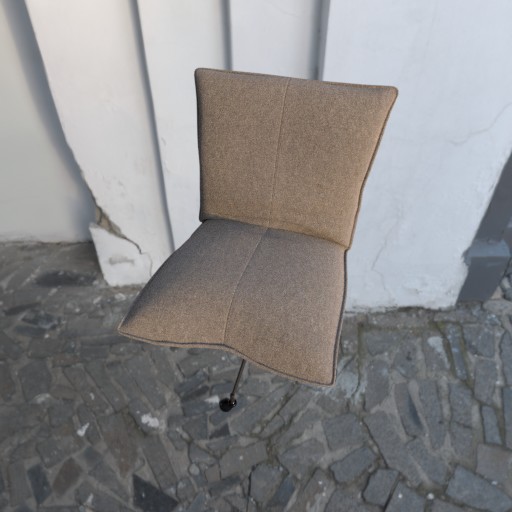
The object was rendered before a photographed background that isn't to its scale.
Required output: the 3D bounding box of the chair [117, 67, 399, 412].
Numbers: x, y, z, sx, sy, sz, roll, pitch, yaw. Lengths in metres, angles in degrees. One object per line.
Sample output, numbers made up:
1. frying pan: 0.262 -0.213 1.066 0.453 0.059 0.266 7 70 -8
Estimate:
1. chair: 0.000 0.000 1.287 0.597 0.811 0.696 12 43 13
